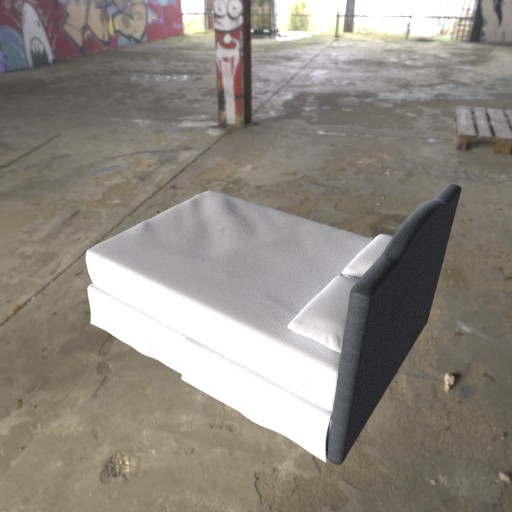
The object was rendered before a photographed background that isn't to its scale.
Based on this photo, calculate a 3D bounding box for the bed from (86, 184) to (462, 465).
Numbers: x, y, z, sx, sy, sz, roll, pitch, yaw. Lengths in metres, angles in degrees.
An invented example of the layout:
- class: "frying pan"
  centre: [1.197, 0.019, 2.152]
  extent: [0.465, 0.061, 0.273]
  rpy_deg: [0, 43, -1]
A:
- class: "bed"
  centre: [0.000, 0.000, 3.602]
  extent: [2.507, 1.441, 1.747]
  rpy_deg: [21, 37, 30]
